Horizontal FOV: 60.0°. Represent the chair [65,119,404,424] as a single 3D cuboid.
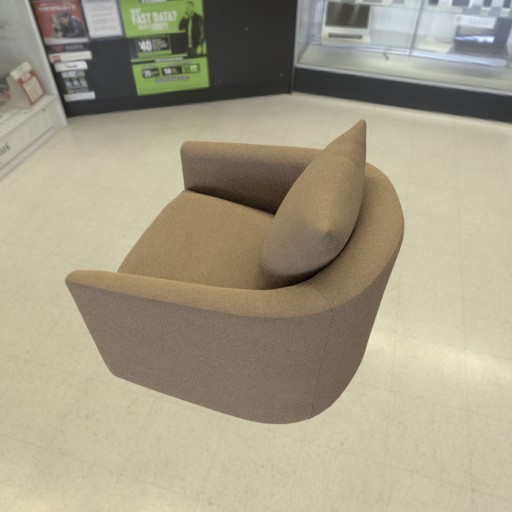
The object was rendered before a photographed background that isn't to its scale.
[{"bbox_3d":[0.000,0.000,1.556,0.910,0.848,0.845,14,47,13],"label":"chair"}]
